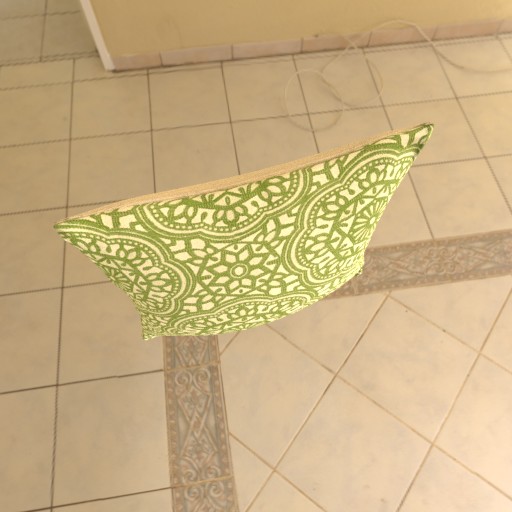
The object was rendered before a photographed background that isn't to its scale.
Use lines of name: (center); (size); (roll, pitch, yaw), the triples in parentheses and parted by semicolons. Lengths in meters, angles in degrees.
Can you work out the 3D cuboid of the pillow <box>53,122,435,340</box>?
pillow: (0.000, 0.000, 0.664); (0.440, 0.419, 0.162); (-16, 65, -8)
